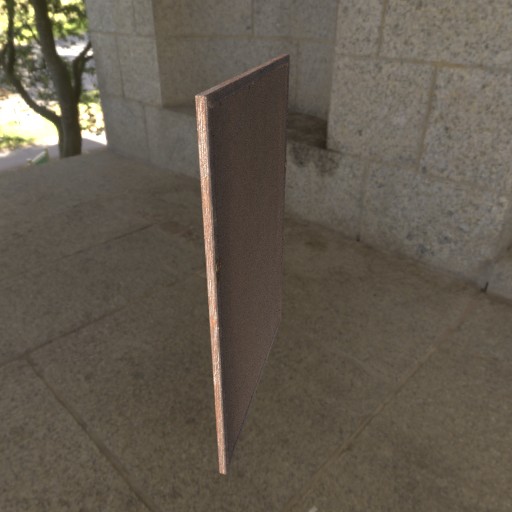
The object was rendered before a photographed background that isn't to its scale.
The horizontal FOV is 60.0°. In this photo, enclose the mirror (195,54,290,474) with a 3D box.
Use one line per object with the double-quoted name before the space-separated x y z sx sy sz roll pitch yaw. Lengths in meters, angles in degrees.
"mirror" 0.000 0.000 1.271 0.025 0.996 0.705 8 31 13
